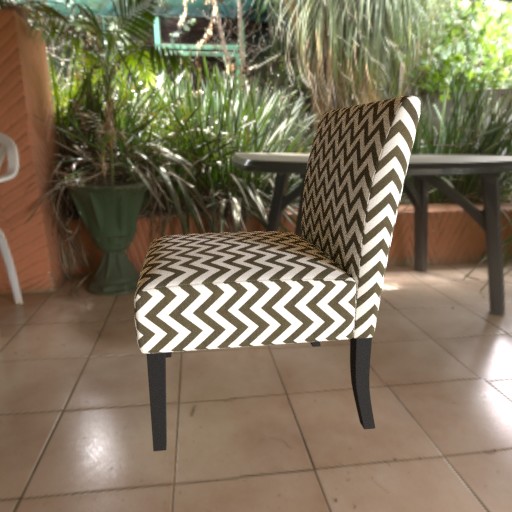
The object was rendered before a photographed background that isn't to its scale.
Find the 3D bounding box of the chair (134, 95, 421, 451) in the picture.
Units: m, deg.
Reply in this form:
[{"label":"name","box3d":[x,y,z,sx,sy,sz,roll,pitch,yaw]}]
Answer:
[{"label":"chair","box3d":[0.000,0.000,1.282,0.648,0.838,0.589,-2,15,-9]}]
